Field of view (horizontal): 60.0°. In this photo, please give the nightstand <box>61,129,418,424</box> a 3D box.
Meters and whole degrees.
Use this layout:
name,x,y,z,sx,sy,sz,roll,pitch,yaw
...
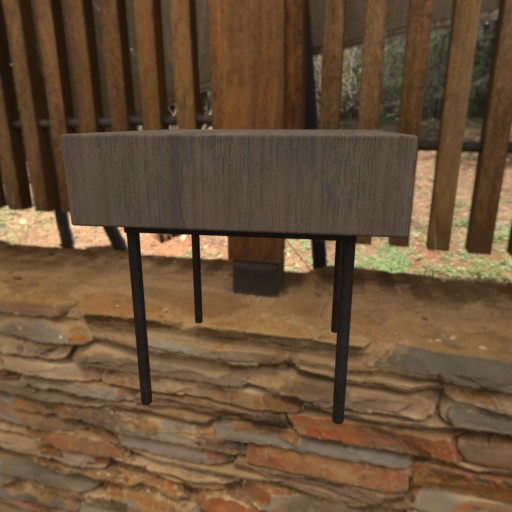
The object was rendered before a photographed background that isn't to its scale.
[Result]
name,x,y,z,sx,sy,sz,roll,pitch,yaw
nightstand,0.000,0.000,0.918,0.503,0.497,0.502,3,17,8
